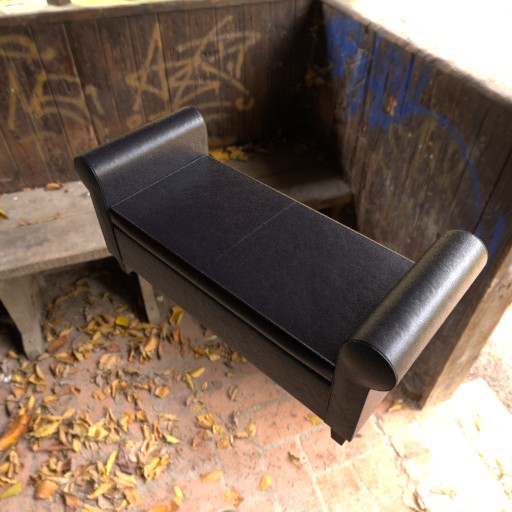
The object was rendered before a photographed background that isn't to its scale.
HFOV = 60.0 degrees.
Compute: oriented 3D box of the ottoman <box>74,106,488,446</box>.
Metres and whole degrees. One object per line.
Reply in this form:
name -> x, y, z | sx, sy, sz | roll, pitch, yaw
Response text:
ottoman -> 0.000, 0.000, 1.527 | 1.256, 0.547, 0.521 | 32, 53, 28
